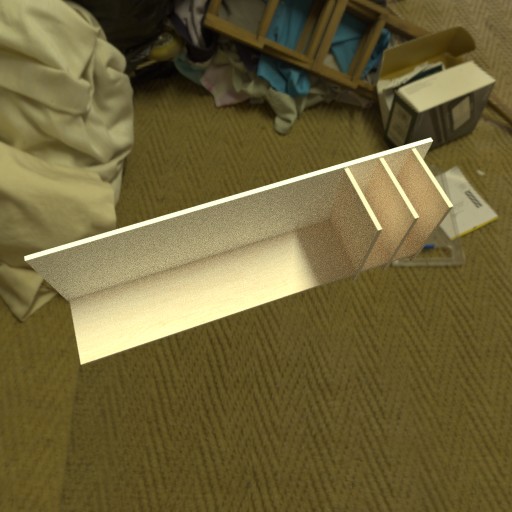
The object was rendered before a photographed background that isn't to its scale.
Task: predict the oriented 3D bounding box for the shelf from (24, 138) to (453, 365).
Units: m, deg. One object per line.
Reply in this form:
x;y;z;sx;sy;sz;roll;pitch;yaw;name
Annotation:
0.000;0.000;1.151;1.020;0.300;0.200;-18;65;-9;shelf
